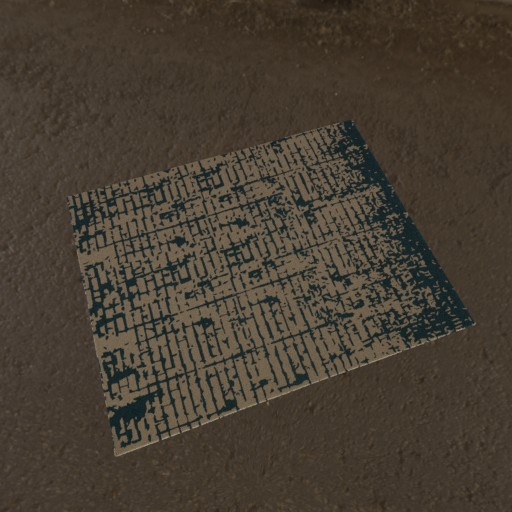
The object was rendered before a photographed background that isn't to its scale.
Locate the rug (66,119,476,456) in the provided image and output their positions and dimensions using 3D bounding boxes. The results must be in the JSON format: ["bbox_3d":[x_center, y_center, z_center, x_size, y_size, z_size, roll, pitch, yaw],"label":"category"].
[{"bbox_3d":[0.000,0.000,3.970,3.017,0.014,2.416,-17,64,-9],"label":"rug"}]
